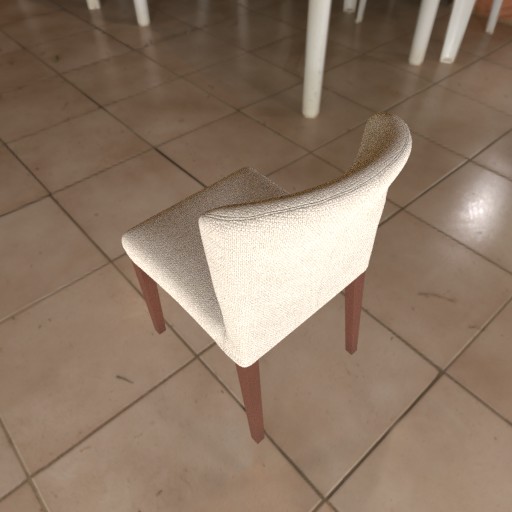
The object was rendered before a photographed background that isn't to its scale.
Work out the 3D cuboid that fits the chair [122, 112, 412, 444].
[{"bbox_3d":[0.000,0.000,1.157,0.491,0.839,0.589,-34,56,-28],"label":"chair"}]
